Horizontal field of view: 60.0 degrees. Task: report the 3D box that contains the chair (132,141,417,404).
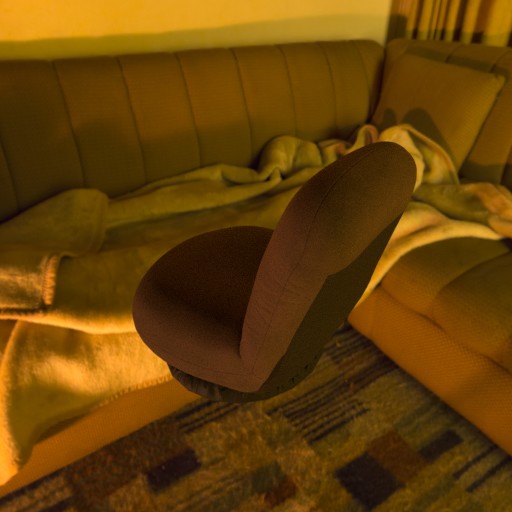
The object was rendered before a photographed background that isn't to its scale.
[{"bbox_3d":[0.000,0.000,1.051,0.597,0.594,0.521,21,37,30],"label":"chair"}]
